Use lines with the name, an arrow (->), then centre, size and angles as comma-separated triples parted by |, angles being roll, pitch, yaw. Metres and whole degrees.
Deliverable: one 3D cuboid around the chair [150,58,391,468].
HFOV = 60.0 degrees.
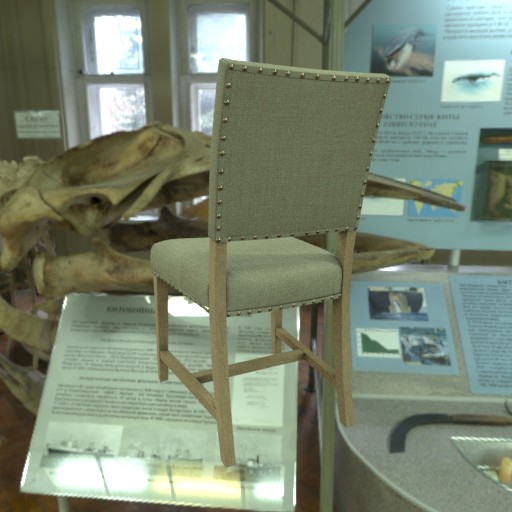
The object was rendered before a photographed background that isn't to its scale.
chair -> 0.000, 0.000, 1.342 | 0.508, 0.986, 0.622 | -6, 15, -26
